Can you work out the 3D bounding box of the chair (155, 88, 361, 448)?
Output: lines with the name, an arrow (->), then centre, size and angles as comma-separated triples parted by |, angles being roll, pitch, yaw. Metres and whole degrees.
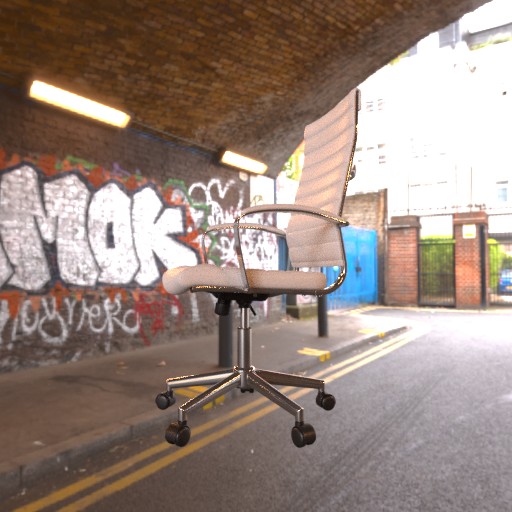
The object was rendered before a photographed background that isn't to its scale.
chair -> 0.000, 0.000, 1.613 | 0.679, 1.149, 0.679 | 1, -2, -17
